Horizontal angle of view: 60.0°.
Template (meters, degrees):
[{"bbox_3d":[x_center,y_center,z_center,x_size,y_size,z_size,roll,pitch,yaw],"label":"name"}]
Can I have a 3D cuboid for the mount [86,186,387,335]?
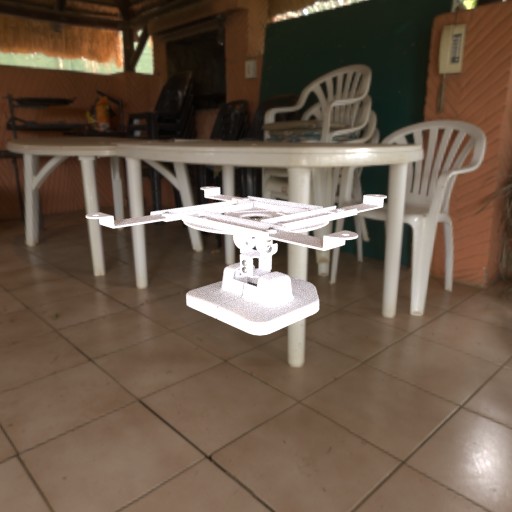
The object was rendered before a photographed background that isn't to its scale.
[{"bbox_3d":[0.000,0.000,0.600,0.394,0.141,0.394,-15,21,-43],"label":"mount"}]
